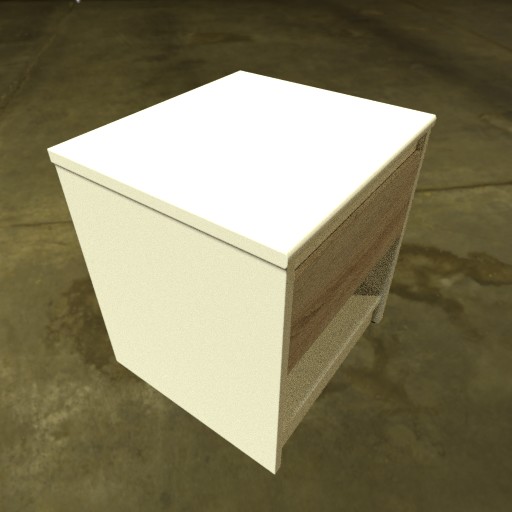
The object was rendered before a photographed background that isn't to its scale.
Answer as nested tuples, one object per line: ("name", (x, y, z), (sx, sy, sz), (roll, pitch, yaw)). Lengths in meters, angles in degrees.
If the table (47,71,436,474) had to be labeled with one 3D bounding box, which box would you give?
("table", (0.000, 0.000, 0.778), (0.380, 0.460, 0.420), (25, 45, 27))
